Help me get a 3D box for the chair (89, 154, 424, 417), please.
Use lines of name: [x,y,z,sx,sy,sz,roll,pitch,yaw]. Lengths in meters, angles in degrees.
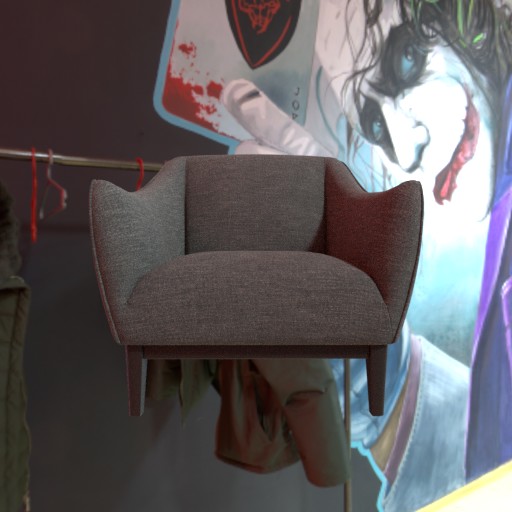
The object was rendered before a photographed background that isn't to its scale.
chair: [0.000,0.000,1.518,0.870,0.829,0.851,0,1,0]
